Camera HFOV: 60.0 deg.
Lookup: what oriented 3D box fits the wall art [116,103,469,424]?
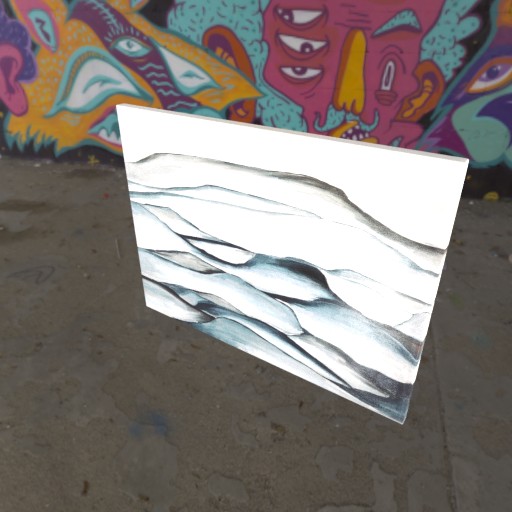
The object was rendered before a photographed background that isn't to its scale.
[{"bbox_3d":[0.000,0.000,1.582,1.219,0.915,0.039,18,35,29],"label":"wall art"}]
